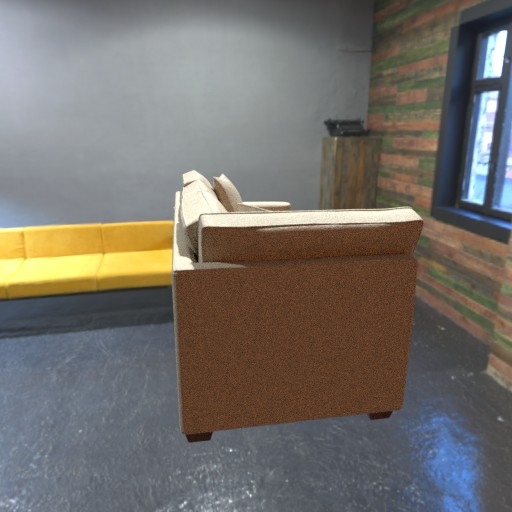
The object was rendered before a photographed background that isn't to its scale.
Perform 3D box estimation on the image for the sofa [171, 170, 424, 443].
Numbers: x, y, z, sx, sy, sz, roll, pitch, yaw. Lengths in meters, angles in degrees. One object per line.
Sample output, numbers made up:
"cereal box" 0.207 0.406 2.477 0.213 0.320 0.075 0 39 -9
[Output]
"sofa" 0.000 0.000 2.870 1.053 0.948 2.323 -3 16 -9
